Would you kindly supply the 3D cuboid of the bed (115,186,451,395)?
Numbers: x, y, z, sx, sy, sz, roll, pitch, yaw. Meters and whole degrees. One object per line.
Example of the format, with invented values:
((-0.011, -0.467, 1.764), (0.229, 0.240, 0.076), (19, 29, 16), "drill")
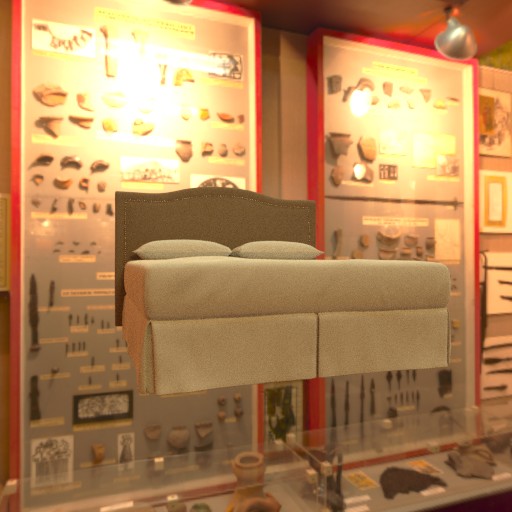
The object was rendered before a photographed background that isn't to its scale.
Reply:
((0.000, 0.000, 3.518), (2.083, 1.421, 2.182), (0, 0, -19), "bed")
